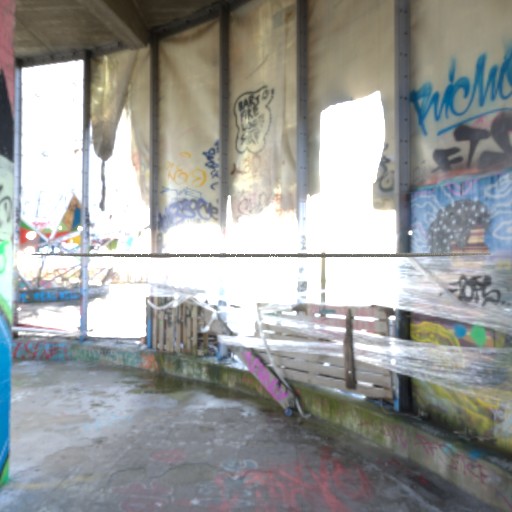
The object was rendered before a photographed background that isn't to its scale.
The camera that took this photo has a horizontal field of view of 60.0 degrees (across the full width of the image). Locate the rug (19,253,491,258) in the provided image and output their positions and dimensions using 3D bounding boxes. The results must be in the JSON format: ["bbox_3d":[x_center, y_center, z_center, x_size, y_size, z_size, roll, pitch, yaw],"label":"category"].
[{"bbox_3d":[0.000,0.000,2.324,1.827,0.006,1.221,0,-1,2],"label":"rug"}]
